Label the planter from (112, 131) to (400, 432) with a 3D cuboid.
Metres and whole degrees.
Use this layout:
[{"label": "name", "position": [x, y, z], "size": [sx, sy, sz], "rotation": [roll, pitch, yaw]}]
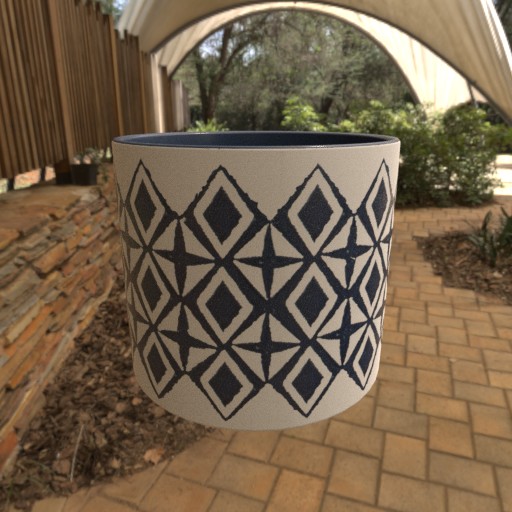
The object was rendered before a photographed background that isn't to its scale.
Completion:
[{"label": "planter", "position": [0.000, 0.000, 0.389], "size": [0.224, 0.203, 0.224], "rotation": [0, 18, 0]}]
